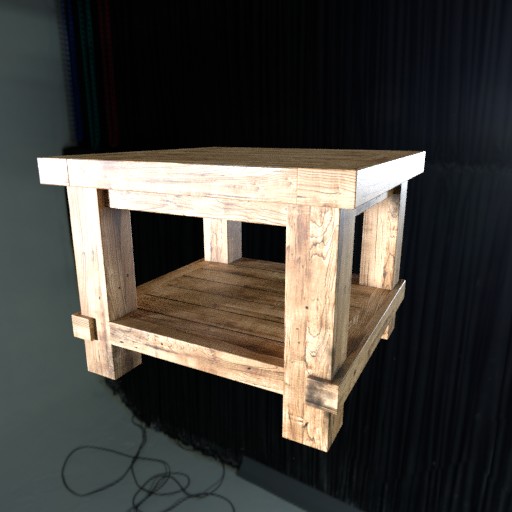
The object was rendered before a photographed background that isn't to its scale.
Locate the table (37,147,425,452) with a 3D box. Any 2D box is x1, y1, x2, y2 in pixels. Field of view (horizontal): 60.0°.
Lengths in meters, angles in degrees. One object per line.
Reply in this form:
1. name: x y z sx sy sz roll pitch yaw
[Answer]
1. table: 0.000 0.000 1.017 0.610 0.457 0.610 8 18 27
